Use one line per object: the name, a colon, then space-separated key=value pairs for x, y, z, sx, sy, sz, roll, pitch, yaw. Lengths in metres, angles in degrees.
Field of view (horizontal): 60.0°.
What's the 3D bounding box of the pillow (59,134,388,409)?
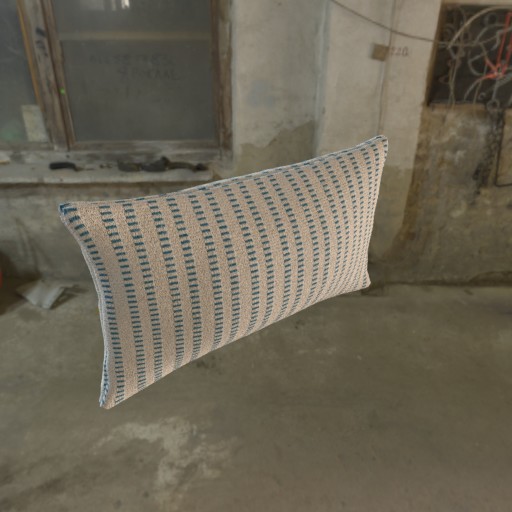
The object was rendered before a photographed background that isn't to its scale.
pillow: x=0.000 y=0.000 z=0.807 sx=0.640 sy=0.353 sz=0.210 roll=-20 pitch=34 yaw=-31
